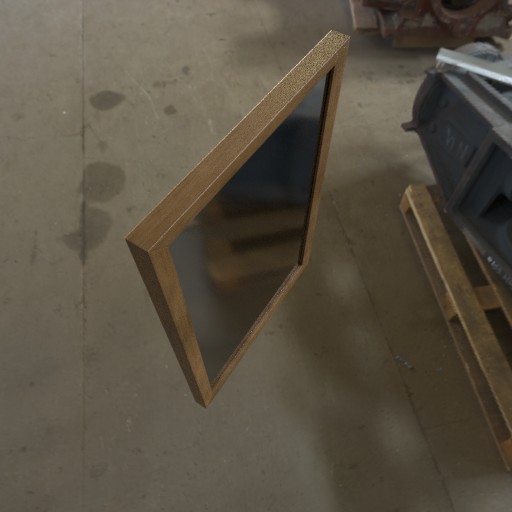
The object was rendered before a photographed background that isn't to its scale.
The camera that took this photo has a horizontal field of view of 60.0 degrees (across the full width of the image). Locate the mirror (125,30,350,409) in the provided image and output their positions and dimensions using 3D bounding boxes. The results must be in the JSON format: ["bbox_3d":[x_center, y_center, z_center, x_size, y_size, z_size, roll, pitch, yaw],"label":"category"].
[{"bbox_3d":[0.000,0.000,0.919,0.040,0.710,0.507,29,62,17],"label":"mirror"}]
